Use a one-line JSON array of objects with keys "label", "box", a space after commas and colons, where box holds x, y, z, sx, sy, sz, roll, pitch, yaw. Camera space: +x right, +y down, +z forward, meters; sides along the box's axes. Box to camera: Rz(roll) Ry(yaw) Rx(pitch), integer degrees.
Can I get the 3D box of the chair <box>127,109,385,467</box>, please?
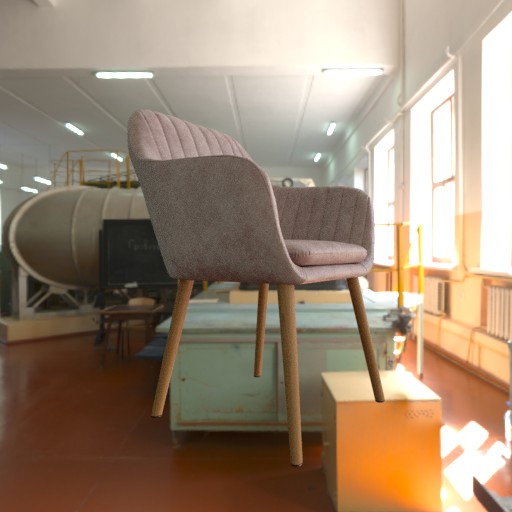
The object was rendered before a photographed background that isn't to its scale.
[{"label": "chair", "box": [0.000, 0.000, 1.238, 0.570, 0.832, 0.610, 1, 1, 36]}]
